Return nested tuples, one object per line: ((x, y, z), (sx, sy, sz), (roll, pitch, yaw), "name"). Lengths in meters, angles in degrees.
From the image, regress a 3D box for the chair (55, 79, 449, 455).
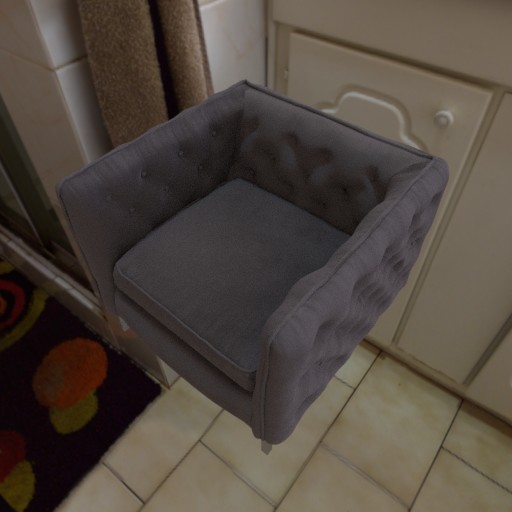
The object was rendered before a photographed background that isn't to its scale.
((0.000, 0.000, 1.643), (0.946, 0.807, 0.913), (32, 55, 26), "chair")
